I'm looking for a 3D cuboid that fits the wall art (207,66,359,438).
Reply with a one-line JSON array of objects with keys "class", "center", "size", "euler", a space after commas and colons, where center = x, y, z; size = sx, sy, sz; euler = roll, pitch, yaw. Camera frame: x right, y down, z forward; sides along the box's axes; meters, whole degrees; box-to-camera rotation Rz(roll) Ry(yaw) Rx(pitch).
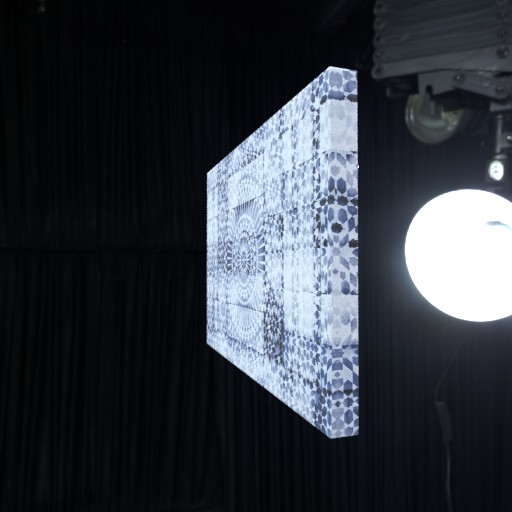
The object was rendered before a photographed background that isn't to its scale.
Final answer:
[{"class": "wall art", "center": [0.000, 0.000, 1.160], "size": [0.057, 0.608, 0.911], "euler": [0, -1, -19]}]
